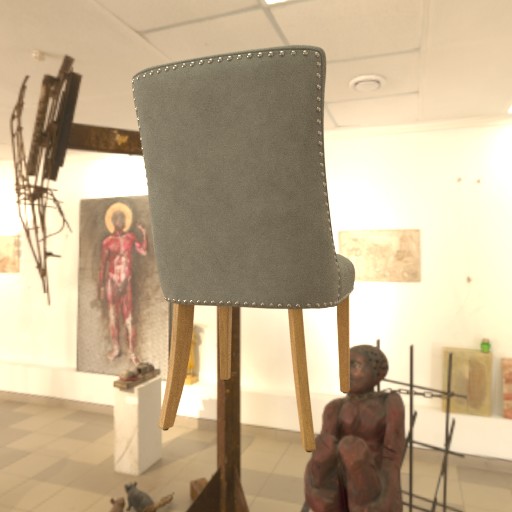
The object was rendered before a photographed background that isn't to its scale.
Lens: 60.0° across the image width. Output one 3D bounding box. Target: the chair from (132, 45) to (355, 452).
[{"bbox_3d":[0.000,0.000,1.249,0.495,0.902,0.610,0,1,19],"label":"chair"}]
